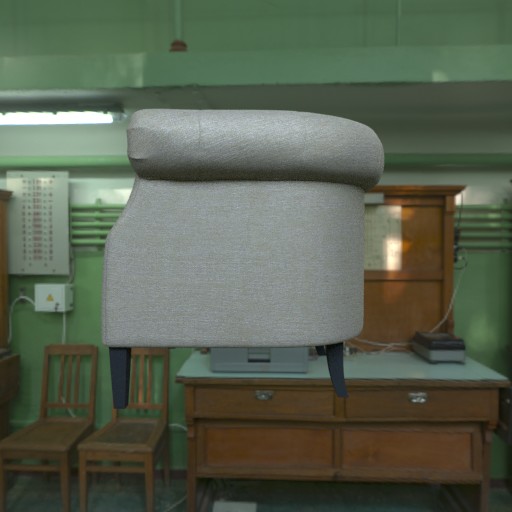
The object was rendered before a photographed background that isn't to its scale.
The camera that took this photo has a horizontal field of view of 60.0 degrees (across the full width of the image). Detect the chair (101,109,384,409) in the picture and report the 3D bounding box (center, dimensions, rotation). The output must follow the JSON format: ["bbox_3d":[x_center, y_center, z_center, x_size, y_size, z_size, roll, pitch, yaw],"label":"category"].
[{"bbox_3d":[0.000,0.000,1.570,0.852,0.827,0.905,0,2,1],"label":"chair"}]
